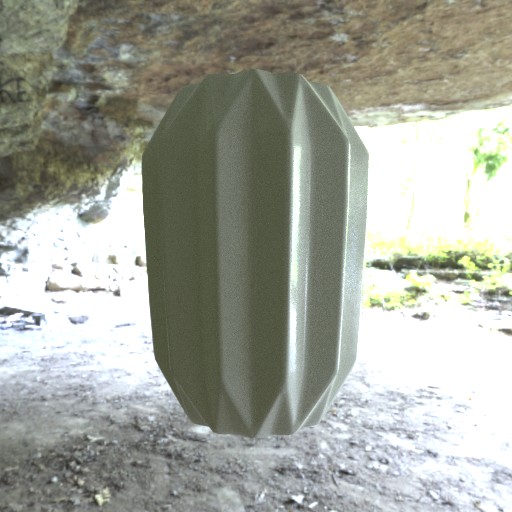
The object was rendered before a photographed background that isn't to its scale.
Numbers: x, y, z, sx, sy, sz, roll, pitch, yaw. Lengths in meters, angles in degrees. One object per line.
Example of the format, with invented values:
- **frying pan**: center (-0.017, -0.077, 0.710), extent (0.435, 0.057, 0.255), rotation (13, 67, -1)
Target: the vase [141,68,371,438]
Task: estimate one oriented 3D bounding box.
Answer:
- **vase**: center (0.000, 0.000, 0.389), extent (0.195, 0.275, 0.195), rotation (0, 0, 0)
